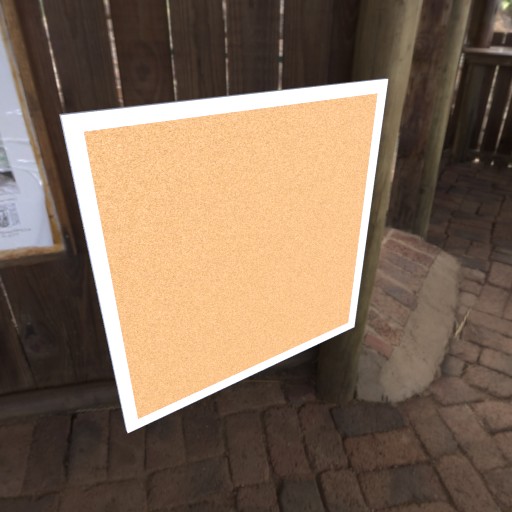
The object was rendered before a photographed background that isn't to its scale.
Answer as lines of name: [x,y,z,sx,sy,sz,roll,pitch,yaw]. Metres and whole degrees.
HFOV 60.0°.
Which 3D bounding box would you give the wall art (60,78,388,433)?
wall art: [0.000,0.000,0.800,0.558,0.559,0.009,-18,34,-28]
